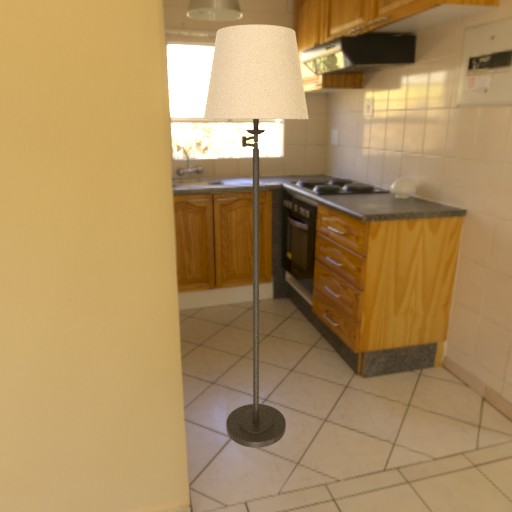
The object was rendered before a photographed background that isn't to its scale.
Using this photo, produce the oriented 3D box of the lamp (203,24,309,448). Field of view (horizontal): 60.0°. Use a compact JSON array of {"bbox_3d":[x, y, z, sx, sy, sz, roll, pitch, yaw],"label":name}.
[{"bbox_3d":[0.000,0.000,1.613,0.348,1.473,0.348,-8,19,-25],"label":"lamp"}]
